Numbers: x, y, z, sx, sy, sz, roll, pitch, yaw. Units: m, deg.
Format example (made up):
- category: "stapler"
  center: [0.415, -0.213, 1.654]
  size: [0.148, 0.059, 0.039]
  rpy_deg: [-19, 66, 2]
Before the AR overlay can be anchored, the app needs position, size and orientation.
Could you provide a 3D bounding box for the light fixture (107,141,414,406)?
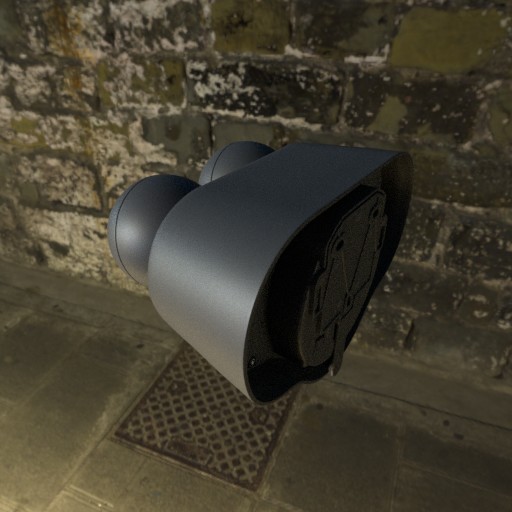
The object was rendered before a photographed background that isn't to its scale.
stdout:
- category: "light fixture"
  center: [0.000, 0.000, 0.341]
  size: [0.159, 0.159, 0.229]
  rpy_deg: [21, 38, 30]
